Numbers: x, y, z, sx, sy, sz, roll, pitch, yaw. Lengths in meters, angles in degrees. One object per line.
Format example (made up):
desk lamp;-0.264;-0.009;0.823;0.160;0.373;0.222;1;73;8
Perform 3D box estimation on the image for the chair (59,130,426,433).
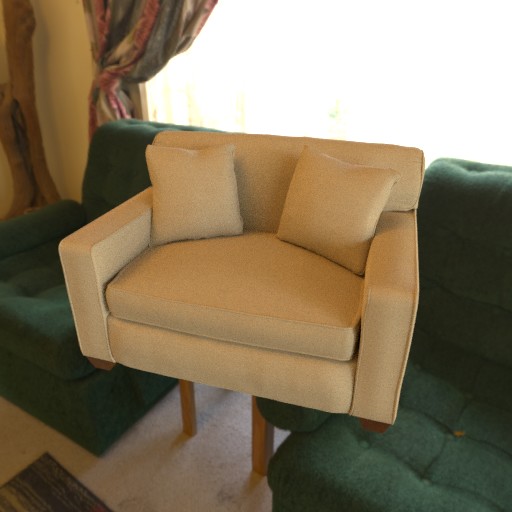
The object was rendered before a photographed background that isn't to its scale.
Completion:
chair;0.000;0.000;2.043;1.383;0.948;1.000;8;28;15
